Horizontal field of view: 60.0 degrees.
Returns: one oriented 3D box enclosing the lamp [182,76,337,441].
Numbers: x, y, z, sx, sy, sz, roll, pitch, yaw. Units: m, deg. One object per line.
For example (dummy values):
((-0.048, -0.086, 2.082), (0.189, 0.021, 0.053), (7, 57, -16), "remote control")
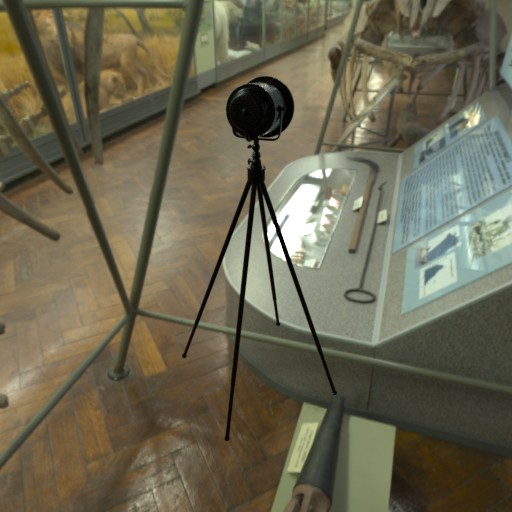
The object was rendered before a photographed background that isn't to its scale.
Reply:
((0.000, 0.000, 2.017), (0.879, 1.504, 0.884), (10, 32, 16), "lamp")
